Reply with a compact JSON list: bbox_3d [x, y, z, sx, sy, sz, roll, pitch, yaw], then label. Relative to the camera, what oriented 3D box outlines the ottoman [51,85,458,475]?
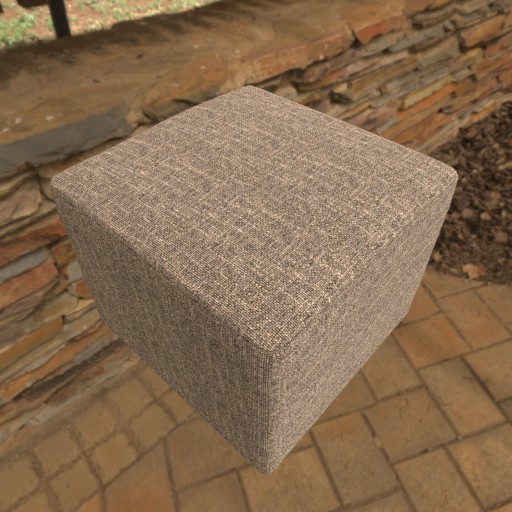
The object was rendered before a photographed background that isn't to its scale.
[{"bbox_3d":[0.000,0.000,0.889,0.521,0.453,0.512,33,54,29],"label":"ottoman"}]
